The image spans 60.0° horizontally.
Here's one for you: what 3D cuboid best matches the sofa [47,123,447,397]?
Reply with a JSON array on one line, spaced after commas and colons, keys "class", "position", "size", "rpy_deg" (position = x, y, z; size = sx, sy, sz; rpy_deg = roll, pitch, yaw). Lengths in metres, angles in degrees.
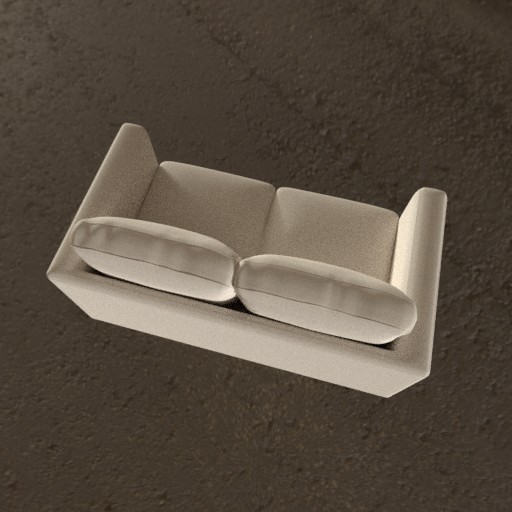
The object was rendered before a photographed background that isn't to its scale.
[{"class": "sofa", "position": [0.000, 0.000, 1.942], "size": [1.430, 0.908, 0.796], "rpy_deg": [14, 65, 6]}]
